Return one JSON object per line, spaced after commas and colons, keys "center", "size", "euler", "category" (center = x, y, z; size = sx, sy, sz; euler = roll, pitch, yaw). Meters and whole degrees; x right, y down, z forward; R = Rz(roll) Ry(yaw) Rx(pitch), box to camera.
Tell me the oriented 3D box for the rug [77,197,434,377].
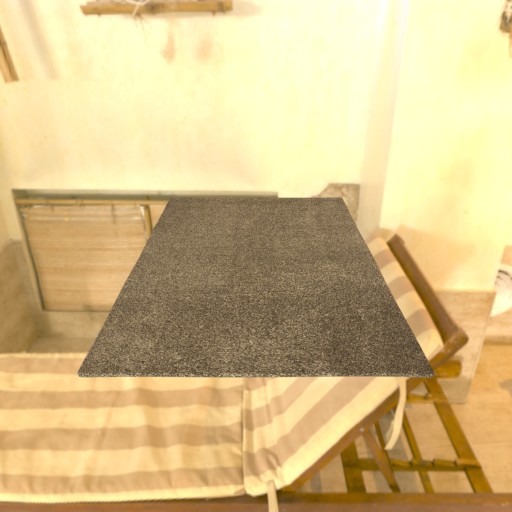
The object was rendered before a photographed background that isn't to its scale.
{"center": [0.000, 0.000, 3.434], "size": [1.802, 0.026, 2.699], "euler": [0, 27, 0], "category": "rug"}
